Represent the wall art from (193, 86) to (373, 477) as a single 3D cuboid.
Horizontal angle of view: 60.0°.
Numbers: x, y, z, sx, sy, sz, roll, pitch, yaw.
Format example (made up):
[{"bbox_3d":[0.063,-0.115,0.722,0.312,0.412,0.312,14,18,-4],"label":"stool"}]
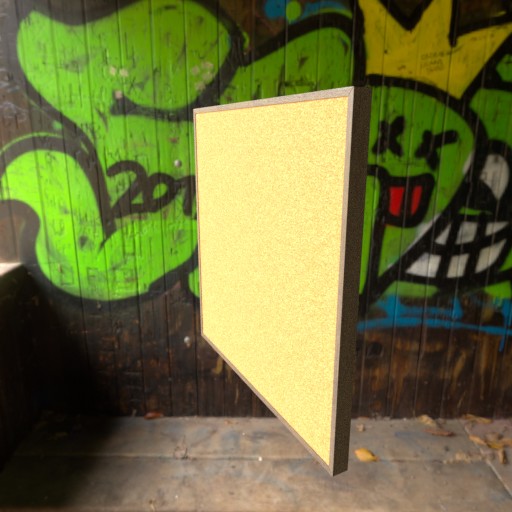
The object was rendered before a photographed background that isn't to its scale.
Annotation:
[{"bbox_3d":[0.000,0.000,1.149,0.039,0.758,0.758,-8,17,-27],"label":"wall art"}]
